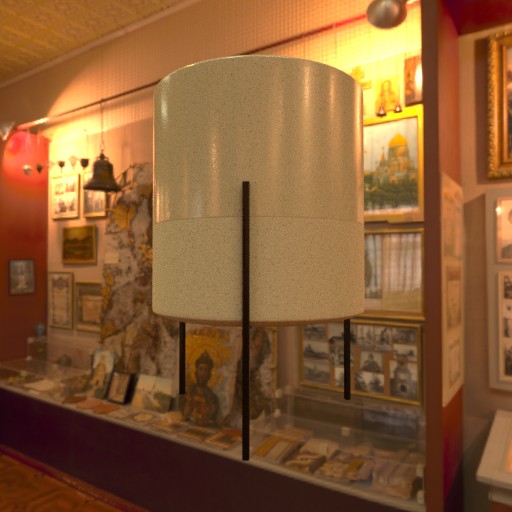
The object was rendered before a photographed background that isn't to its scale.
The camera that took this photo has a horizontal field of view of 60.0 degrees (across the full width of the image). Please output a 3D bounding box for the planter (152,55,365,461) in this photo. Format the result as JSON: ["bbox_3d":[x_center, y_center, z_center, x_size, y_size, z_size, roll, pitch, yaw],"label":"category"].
[{"bbox_3d":[0.000,0.000,0.679,0.323,0.475,0.314,-1,-1,36],"label":"planter"}]
